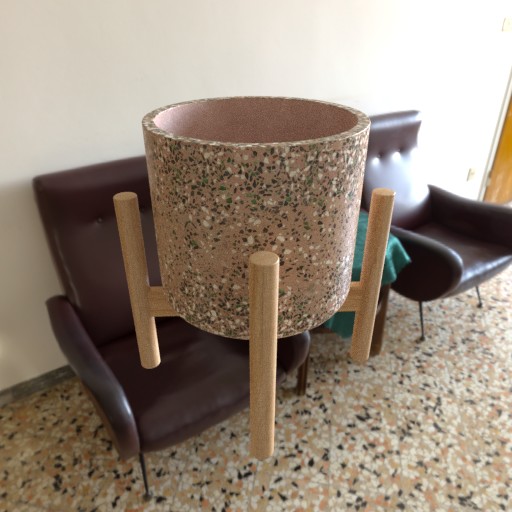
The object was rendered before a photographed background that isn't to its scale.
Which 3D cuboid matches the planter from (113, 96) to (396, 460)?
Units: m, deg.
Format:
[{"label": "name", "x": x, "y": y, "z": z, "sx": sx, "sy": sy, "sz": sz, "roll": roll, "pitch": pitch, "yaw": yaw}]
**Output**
[{"label": "planter", "x": 0.000, "y": 0.000, "z": 0.520, "sx": 0.284, "sy": 0.320, "sz": 0.284, "roll": 10, "pitch": 31, "yaw": 17}]
